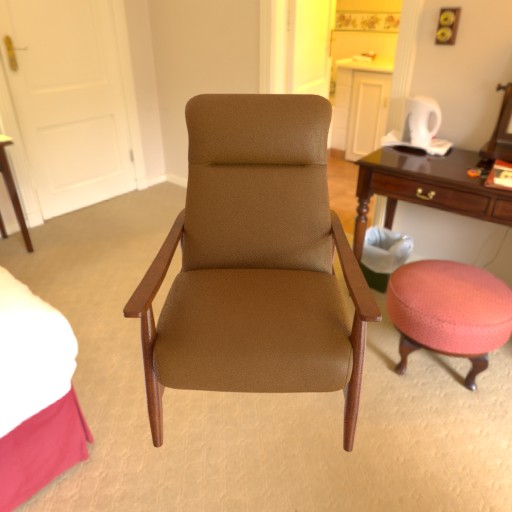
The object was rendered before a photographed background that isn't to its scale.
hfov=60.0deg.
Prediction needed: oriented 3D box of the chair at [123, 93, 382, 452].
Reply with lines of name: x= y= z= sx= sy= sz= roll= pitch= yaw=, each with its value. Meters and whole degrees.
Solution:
chair: x=0.000 y=0.000 z=1.770 sx=0.762 sy=1.082 sz=1.014 roll=1 pitch=29 yaw=1
